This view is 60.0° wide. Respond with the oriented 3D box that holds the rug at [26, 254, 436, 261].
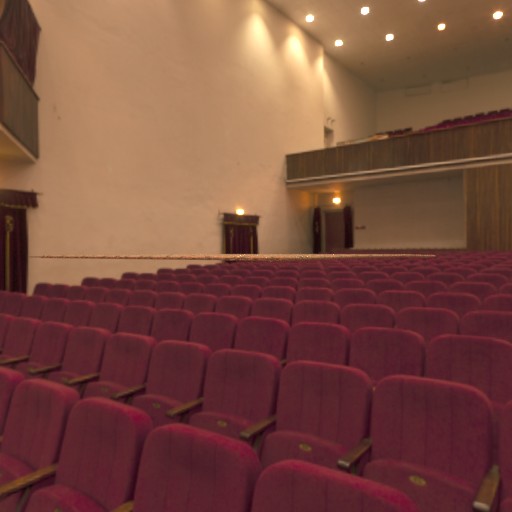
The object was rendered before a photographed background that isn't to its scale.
[{"bbox_3d":[0.000,0.000,4.828,2.892,0.036,3.585,0,0,37],"label":"rug"}]
